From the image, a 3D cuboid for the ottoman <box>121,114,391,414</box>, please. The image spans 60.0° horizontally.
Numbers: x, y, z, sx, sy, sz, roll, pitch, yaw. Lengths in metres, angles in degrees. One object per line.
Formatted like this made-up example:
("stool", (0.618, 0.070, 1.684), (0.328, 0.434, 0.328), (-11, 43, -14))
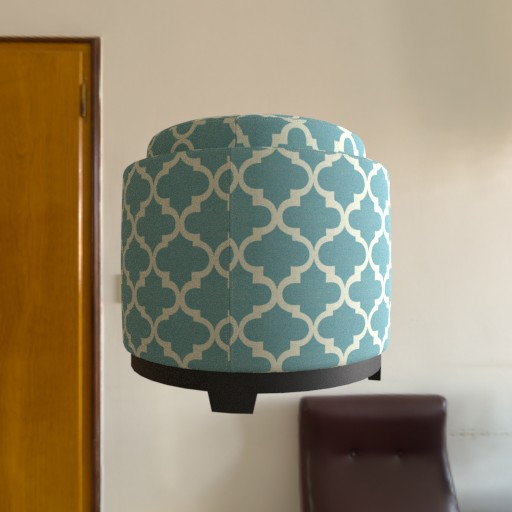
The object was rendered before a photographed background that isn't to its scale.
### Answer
("ottoman", (0.000, 0.000, 0.823), (0.480, 0.429, 0.480), (0, 0, 0))
